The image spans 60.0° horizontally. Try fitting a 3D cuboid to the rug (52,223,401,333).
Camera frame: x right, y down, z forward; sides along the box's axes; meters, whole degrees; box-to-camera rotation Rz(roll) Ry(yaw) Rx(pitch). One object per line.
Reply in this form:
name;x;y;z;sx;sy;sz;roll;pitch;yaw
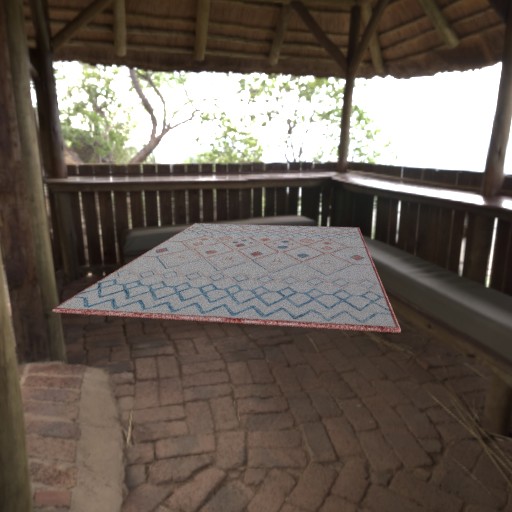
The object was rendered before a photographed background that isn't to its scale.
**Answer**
rug;0.000;0.000;2.390;1.219;0.016;1.829;2;14;8
